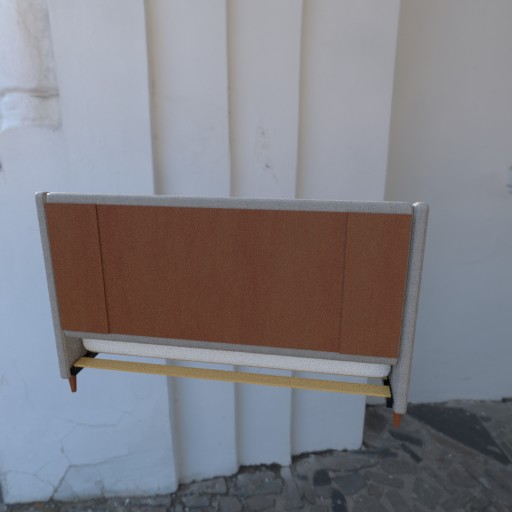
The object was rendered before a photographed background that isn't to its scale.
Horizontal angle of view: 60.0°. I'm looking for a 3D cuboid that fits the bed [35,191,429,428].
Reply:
[{"bbox_3d":[0.000,0.000,3.503,2.062,1.289,2.342,3,17,10],"label":"bed"}]
